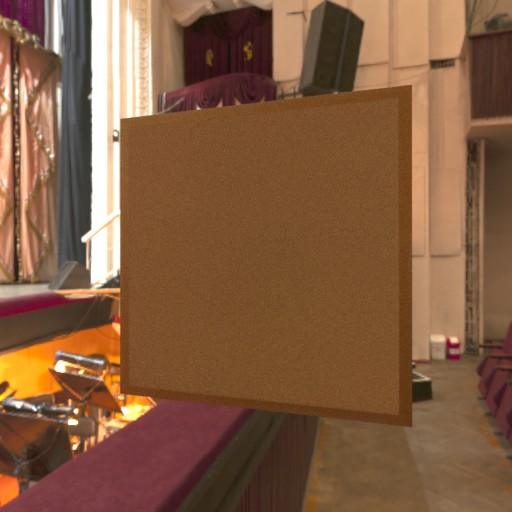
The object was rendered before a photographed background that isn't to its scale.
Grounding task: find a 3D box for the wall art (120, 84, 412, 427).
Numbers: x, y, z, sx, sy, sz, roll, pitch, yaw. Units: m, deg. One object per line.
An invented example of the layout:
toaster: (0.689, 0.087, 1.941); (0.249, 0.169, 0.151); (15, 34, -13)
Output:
wall art: (0.000, 0.000, 0.461); (0.306, 0.305, 0.038); (0, 0, 19)
